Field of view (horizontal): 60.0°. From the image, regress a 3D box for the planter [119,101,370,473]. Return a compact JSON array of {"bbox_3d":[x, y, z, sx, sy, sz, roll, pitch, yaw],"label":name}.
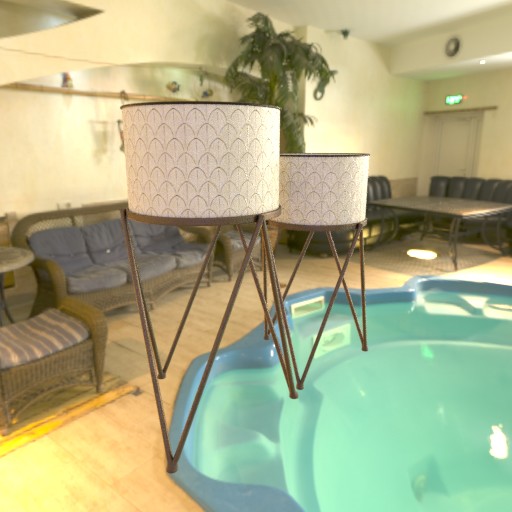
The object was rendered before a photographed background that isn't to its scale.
[{"bbox_3d":[0.000,0.000,1.158,0.769,0.712,0.413,-14,20,-43],"label":"planter"}]
